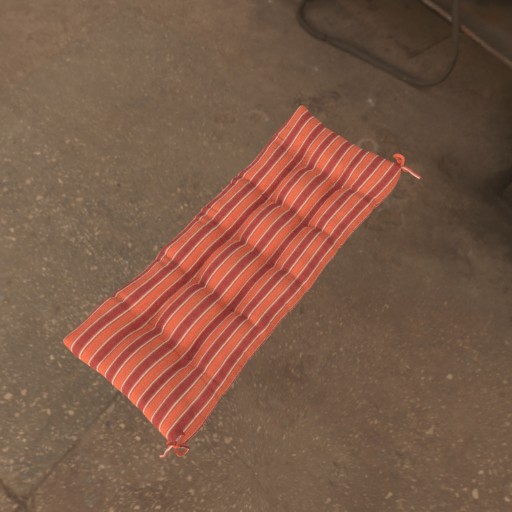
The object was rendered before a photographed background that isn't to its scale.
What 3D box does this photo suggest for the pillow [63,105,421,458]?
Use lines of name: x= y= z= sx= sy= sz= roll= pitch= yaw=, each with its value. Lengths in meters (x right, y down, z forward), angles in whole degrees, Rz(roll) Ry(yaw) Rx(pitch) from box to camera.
pillow: x=0.000 y=0.000 z=1.370 sx=0.511 sy=0.174 sz=1.194 roll=36 pitch=69 yaw=16
